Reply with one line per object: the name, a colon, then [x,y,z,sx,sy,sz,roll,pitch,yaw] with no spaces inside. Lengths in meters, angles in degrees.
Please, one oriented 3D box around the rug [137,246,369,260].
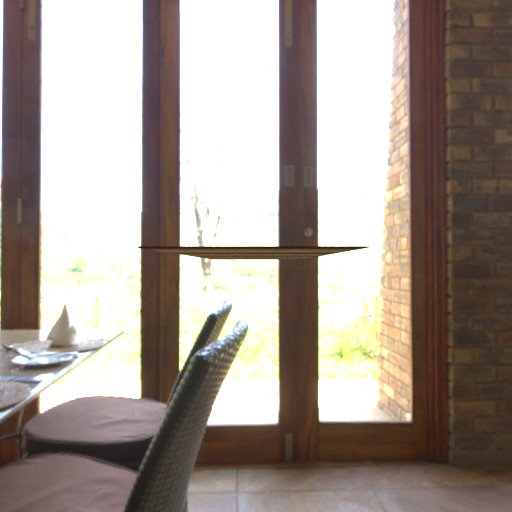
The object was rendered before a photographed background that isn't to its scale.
rug: [0.000,0.000,2.724,0.792,0.006,2.437,0,-1,0]
